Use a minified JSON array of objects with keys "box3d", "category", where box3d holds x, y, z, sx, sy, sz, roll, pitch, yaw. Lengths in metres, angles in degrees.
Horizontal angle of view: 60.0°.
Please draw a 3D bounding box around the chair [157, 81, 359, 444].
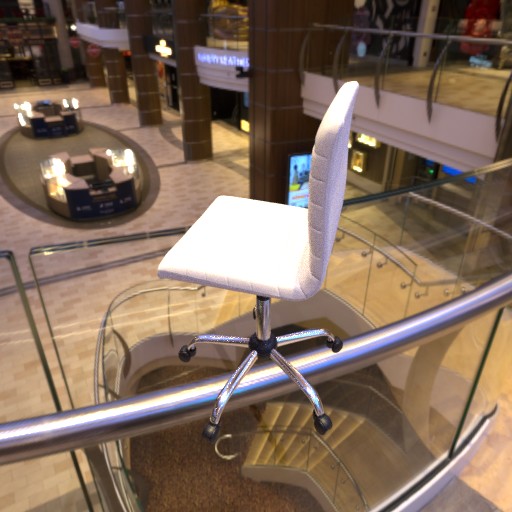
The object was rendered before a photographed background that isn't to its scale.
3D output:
[{"box3d":[0.000,0.000,1.048,0.455,0.750,0.520,8,31,13],"category":"chair"}]
